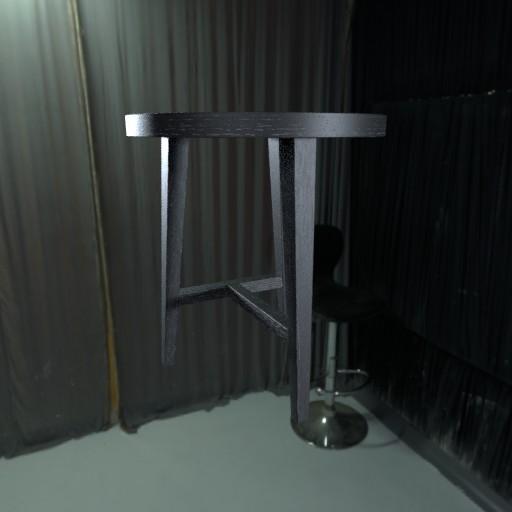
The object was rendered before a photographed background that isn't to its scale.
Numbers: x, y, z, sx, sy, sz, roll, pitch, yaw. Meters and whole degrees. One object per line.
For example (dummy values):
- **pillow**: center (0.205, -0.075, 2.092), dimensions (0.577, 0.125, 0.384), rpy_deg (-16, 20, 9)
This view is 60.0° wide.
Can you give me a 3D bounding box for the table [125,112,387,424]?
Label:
- **table**: center (0.000, 0.000, 0.766), dimensions (0.399, 0.460, 0.399), rpy_deg (0, 16, 0)
